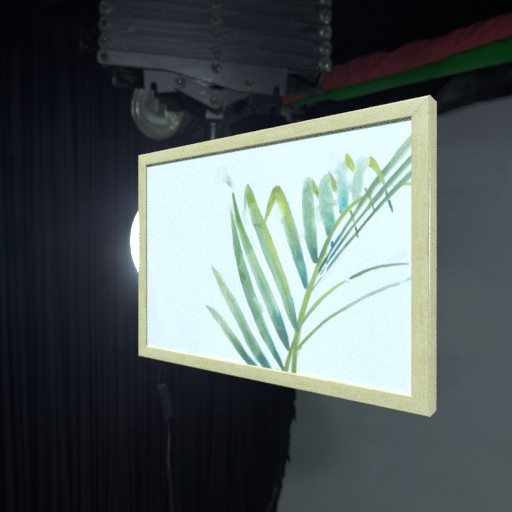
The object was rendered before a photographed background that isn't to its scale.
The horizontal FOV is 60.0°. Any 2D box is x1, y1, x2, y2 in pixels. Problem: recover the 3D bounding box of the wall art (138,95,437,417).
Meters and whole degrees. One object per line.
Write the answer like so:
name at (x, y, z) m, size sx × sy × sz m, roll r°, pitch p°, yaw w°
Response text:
wall art at (0.000, 0.000, 0.694) m, size 0.533 × 0.381 × 0.032 m, roll 0°, pitch 0°, yaw 37°
